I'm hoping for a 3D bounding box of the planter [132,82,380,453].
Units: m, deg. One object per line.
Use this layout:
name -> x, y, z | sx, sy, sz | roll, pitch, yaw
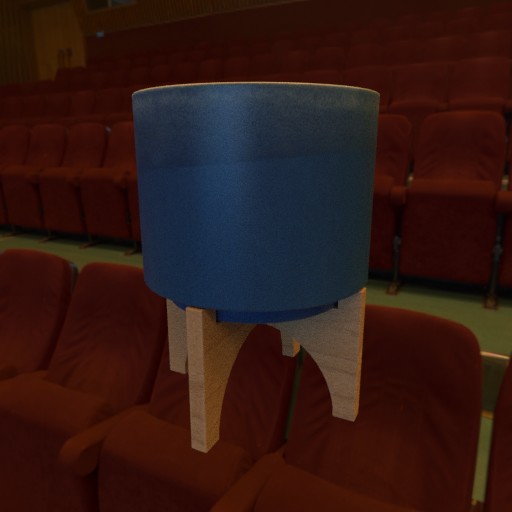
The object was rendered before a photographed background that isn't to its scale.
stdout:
planter -> 0.000, 0.000, 0.388 | 0.192, 0.263, 0.192 | 0, 15, 0
